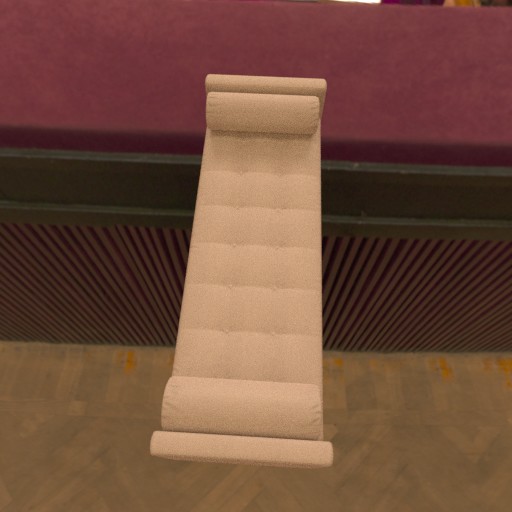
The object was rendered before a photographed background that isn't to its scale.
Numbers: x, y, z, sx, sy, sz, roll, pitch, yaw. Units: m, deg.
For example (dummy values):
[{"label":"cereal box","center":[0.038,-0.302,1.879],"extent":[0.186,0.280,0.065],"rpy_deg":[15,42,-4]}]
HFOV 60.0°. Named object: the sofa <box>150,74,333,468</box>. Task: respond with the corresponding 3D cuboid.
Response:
[{"label":"sofa","center":[0.000,0.000,2.333],"extent":[0.686,0.635,1.981],"rpy_deg":[3,64,1]}]
